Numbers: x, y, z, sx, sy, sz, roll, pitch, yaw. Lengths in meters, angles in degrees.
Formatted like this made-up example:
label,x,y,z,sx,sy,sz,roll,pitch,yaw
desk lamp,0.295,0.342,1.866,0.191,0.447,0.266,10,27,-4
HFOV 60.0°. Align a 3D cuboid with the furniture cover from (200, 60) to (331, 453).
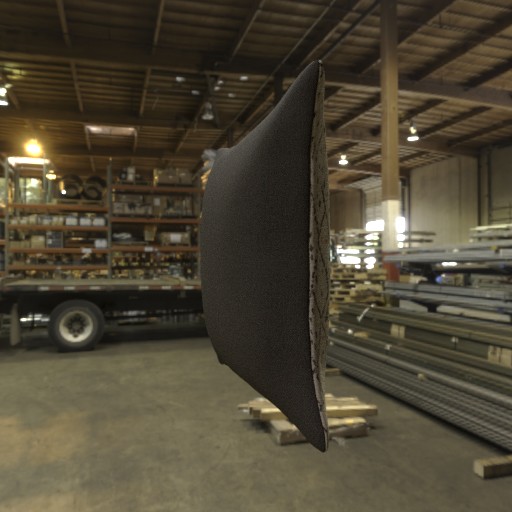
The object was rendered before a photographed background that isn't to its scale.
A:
label,x,y,z,sx,sy,sz,roll,pitch,yaw
furniture cover,0.000,0.000,0.792,0.180,0.498,0.525,0,0,-18
